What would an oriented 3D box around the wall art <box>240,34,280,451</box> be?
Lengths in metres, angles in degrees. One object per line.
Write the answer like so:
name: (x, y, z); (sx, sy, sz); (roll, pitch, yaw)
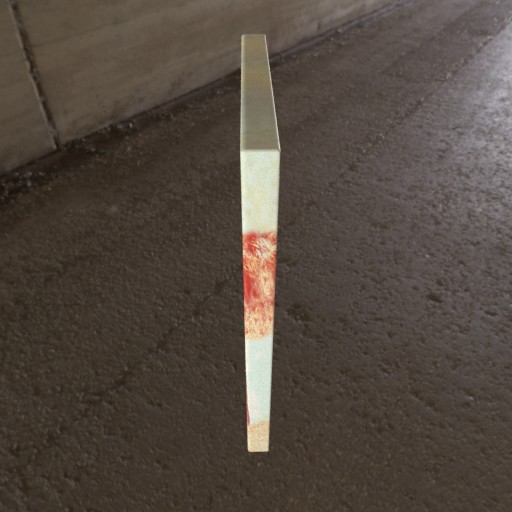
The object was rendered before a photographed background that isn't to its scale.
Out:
wall art: (0.000, 0.000, 0.769); (0.038, 0.610, 0.401); (-1, 41, -1)
